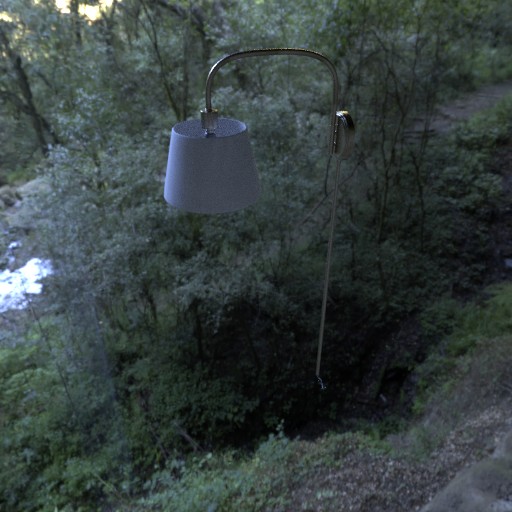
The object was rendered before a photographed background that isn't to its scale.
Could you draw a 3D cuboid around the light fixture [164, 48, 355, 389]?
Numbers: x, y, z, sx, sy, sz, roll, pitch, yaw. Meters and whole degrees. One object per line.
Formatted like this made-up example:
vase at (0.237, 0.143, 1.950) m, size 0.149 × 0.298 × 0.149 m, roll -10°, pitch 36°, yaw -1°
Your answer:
light fixture at (0.000, 0.000, 0.469) m, size 0.176 × 0.399 × 0.092 m, roll -8°, pitch 32°, yaw -13°
